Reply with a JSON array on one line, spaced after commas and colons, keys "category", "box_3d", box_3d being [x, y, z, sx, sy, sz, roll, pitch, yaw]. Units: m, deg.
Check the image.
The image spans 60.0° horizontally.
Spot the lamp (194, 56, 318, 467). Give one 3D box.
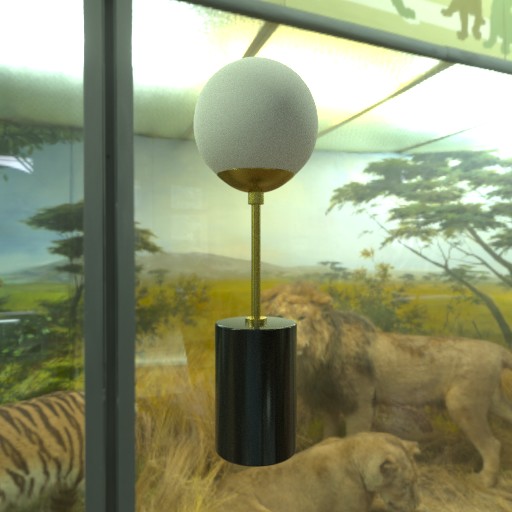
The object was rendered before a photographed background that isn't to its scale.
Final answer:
[{"category": "lamp", "box_3d": [0.000, 0.000, 0.553, 0.153, 0.480, 0.153, 0, 1, 0]}]
